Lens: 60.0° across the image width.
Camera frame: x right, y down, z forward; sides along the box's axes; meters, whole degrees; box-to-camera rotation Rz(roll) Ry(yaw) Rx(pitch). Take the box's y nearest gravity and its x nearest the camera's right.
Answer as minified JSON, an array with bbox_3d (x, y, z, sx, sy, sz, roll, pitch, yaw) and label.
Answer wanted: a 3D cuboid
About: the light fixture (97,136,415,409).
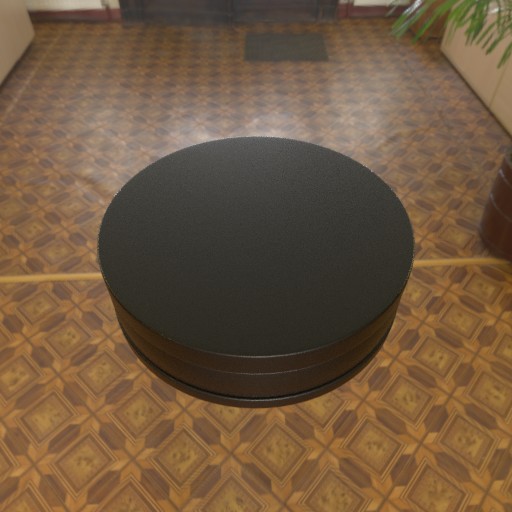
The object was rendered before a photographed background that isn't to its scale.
[{"bbox_3d":[0.000,0.000,0.436,0.283,0.097,0.283,0,47,0],"label":"light fixture"}]
